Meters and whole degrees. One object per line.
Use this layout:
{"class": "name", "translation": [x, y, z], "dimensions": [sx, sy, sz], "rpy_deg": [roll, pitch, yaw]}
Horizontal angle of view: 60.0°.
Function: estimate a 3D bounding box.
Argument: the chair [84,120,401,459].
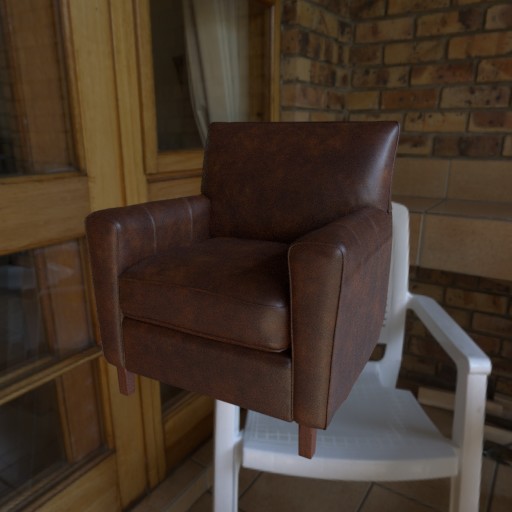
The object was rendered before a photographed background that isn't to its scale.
{"class": "chair", "translation": [0.000, 0.000, 1.602], "dimensions": [0.870, 0.943, 0.823], "rpy_deg": [8, 18, 26]}
